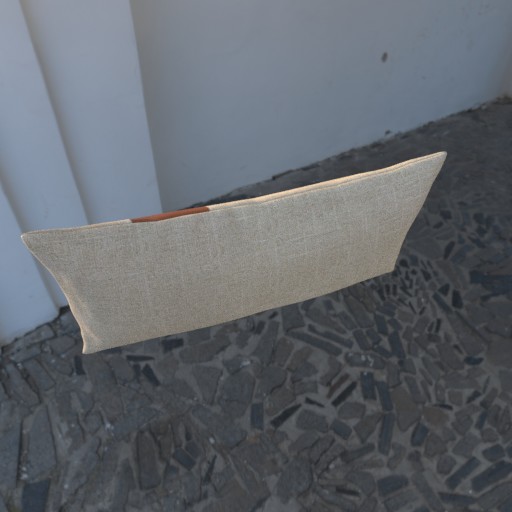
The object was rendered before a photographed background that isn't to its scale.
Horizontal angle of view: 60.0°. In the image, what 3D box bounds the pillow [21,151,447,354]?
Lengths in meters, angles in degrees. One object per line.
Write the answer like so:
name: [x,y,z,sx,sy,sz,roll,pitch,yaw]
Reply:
pillow: [0.000,0.000,0.714,0.612,0.282,0.155,-13,42,-15]
